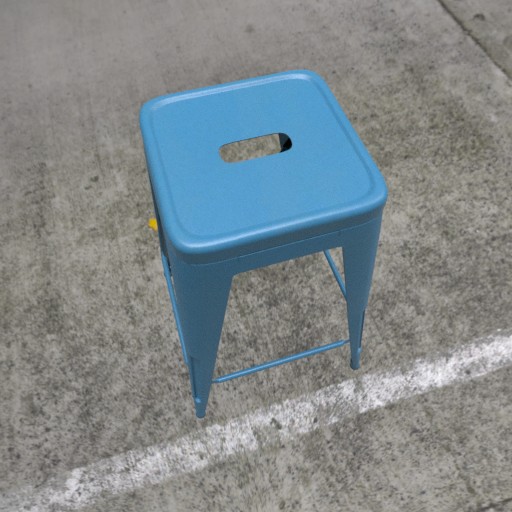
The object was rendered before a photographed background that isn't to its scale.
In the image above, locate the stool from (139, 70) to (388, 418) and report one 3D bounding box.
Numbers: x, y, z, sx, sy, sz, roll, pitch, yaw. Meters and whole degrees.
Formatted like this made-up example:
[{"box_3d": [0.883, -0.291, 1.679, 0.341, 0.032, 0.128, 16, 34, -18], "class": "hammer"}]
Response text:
[{"box_3d": [0.000, 0.000, 0.899, 0.410, 0.608, 0.410, -15, 59, -9], "class": "stool"}]
